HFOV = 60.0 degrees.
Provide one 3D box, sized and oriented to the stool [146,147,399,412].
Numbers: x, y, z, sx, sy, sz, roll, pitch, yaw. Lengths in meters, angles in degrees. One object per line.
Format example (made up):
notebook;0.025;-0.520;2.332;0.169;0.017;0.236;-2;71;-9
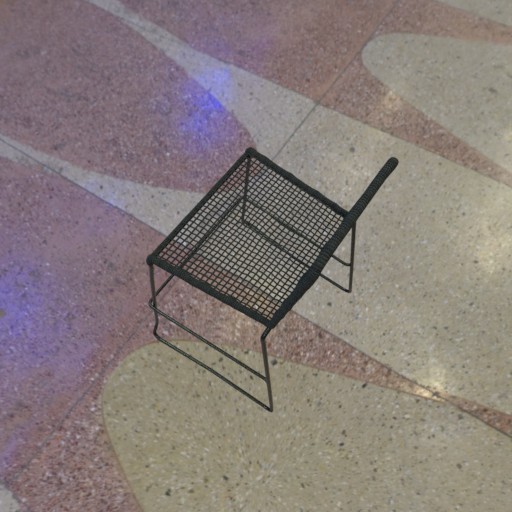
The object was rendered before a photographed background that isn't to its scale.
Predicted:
stool;0.000;0.000;1.260;0.509;0.905;0.590;32;67;15
